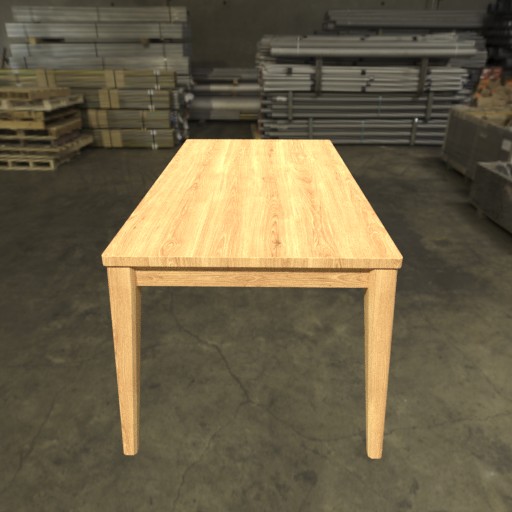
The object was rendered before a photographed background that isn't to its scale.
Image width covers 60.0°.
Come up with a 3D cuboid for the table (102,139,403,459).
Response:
[{"bbox_3d":[0.000,0.000,2.084,0.900,0.760,1.600,0,27,1],"label":"table"}]
